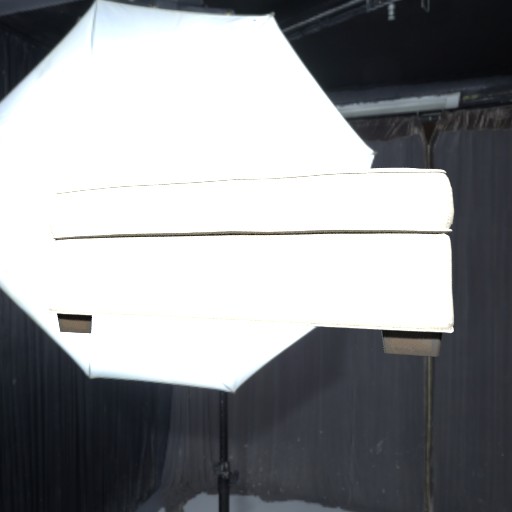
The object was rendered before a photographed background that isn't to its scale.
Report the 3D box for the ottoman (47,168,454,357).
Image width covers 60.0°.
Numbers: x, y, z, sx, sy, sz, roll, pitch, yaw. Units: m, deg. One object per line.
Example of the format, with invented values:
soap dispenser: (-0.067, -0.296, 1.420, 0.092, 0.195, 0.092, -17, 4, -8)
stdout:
ottoman: (0.000, 0.000, 1.401, 1.097, 0.448, 0.617, 0, 0, 19)
